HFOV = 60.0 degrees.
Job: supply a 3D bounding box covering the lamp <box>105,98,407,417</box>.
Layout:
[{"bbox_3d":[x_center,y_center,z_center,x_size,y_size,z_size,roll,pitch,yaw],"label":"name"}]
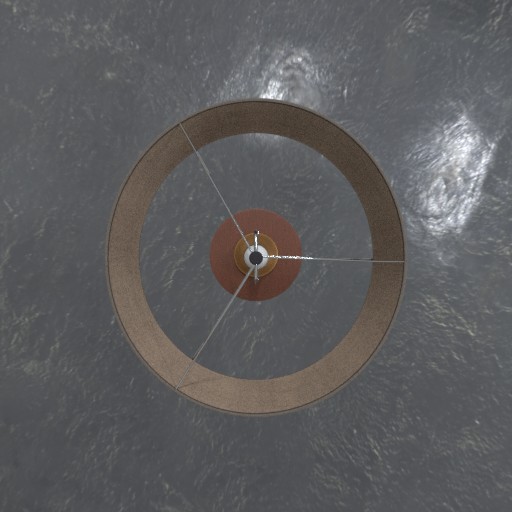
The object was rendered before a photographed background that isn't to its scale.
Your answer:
[{"bbox_3d":[0.000,0.000,0.843,0.396,0.551,0.417,0,91,0],"label":"lamp"}]
